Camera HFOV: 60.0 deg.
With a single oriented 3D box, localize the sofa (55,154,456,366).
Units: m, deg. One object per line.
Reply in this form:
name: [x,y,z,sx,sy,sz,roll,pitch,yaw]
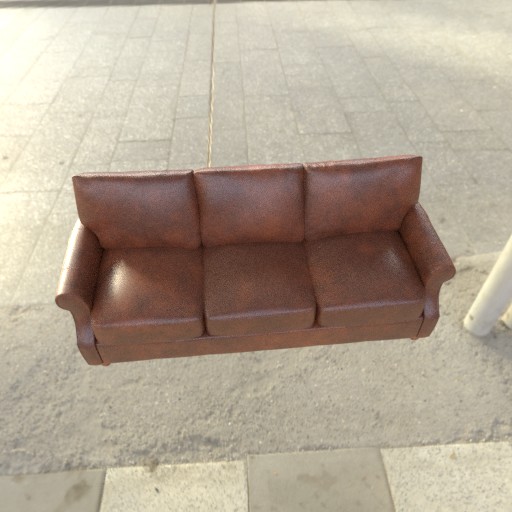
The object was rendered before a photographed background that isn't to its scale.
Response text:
sofa: [0.000,0.000,2.860,2.351,0.977,0.973,-4,45,-4]
